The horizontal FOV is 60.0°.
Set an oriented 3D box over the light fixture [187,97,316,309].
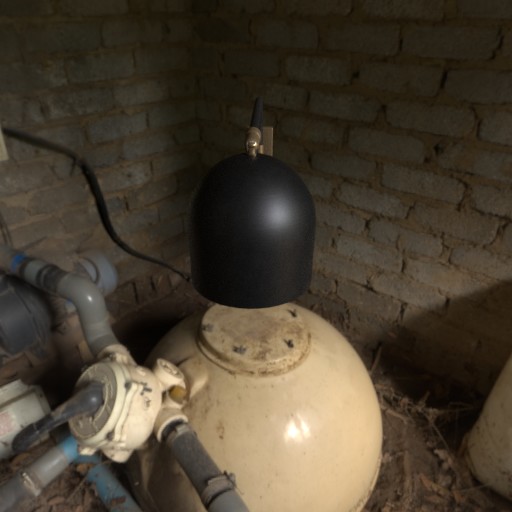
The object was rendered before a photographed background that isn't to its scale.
[{"bbox_3d":[0.000,0.000,1.064,0.215,0.696,0.720,1,30,2],"label":"light fixture"}]
